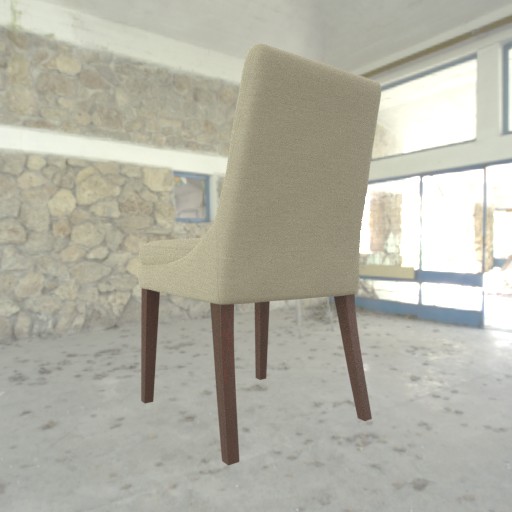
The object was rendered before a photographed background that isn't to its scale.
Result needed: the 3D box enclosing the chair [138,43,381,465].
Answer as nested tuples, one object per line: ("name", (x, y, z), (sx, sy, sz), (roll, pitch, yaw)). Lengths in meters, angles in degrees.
("chair", (0.000, 0.000, 1.314), (0.515, 0.940, 0.638), (0, 1, -35))
